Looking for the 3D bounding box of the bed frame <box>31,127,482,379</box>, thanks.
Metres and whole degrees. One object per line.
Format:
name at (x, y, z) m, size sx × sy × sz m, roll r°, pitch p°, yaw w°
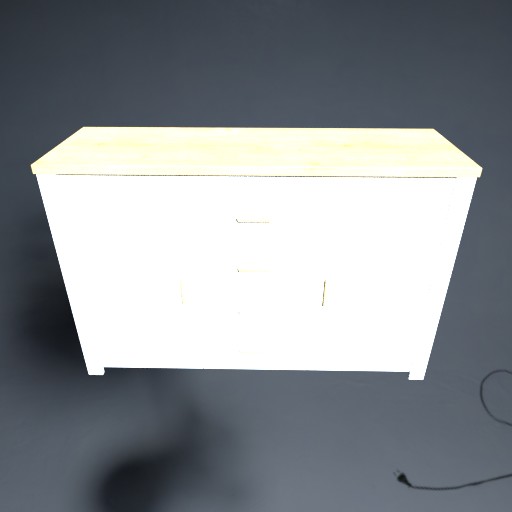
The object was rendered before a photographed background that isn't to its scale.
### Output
bed frame at (0.000, 0.000, 1.675) m, size 1.300 × 0.850 × 0.430 m, roll 1°, pitch 31°, yaw 1°
